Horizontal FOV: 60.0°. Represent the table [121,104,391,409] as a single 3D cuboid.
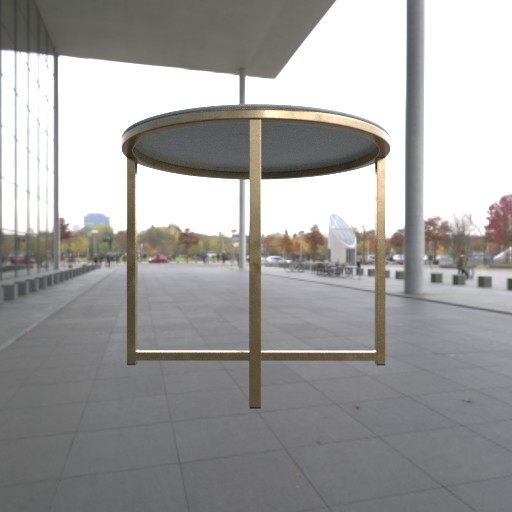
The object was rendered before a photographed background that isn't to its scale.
[{"bbox_3d":[0.000,0.000,0.859,0.500,0.420,0.500,0,0,0],"label":"table"}]
